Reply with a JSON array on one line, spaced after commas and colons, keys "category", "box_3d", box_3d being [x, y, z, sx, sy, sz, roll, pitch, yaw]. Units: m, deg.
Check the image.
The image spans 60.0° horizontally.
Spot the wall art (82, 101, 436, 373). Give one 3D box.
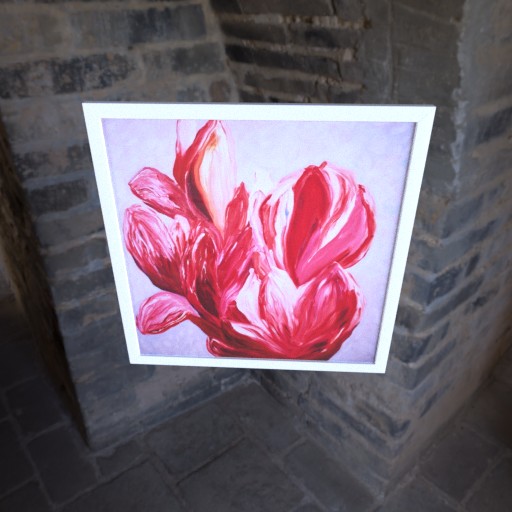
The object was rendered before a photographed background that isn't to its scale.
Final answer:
[{"category": "wall art", "box_3d": [0.000, 0.000, 1.001, 0.664, 0.661, 0.020, 1, 29, 3]}]
